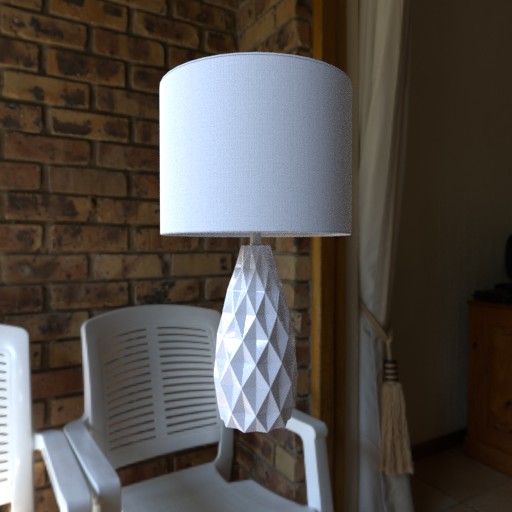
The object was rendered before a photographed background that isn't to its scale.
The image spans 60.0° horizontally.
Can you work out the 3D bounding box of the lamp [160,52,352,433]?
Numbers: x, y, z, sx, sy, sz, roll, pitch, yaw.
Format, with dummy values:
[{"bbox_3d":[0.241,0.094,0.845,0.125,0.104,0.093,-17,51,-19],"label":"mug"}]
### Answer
[{"bbox_3d":[0.000,0.000,0.704,0.297,0.522,0.297,0,1,0],"label":"lamp"}]
